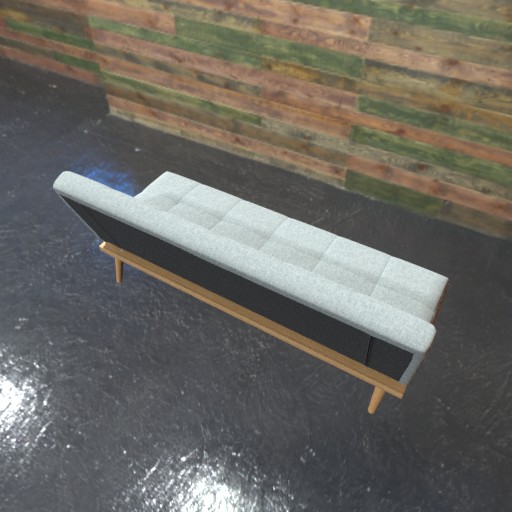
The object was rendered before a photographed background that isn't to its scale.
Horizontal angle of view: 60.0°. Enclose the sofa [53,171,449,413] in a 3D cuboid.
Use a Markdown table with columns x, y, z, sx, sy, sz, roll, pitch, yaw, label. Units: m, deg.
| x | y | z | sx | sy | sz | roll | pitch | yaw | label |
| --- | --- | --- | --- | --- | --- | --- | --- | --- | --- |
| 0.000 | 0.000 | 2.274 | 1.820 | 0.800 | 0.800 | 23 | 50 | 21 | sofa |
